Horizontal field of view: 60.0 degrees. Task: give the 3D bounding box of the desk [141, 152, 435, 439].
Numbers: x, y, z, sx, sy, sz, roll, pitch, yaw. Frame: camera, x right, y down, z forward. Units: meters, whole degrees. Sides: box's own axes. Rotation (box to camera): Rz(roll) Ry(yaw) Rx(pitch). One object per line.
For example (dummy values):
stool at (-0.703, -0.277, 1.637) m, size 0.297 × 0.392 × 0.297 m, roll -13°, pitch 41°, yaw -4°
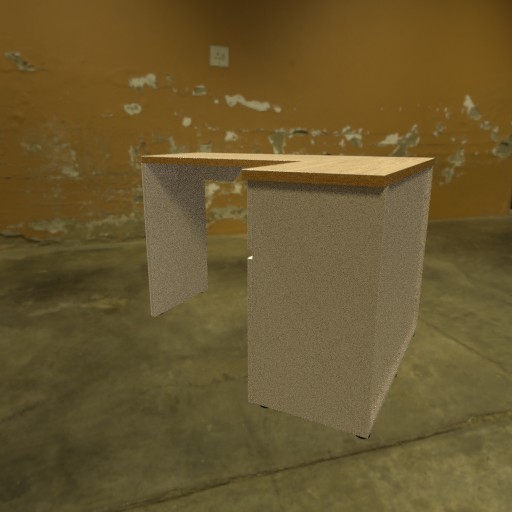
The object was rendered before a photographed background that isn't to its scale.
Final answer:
desk at (0.000, 0.000, 1.785) m, size 1.170 × 0.760 × 0.900 m, roll 8°, pitch 17°, yaw 27°
